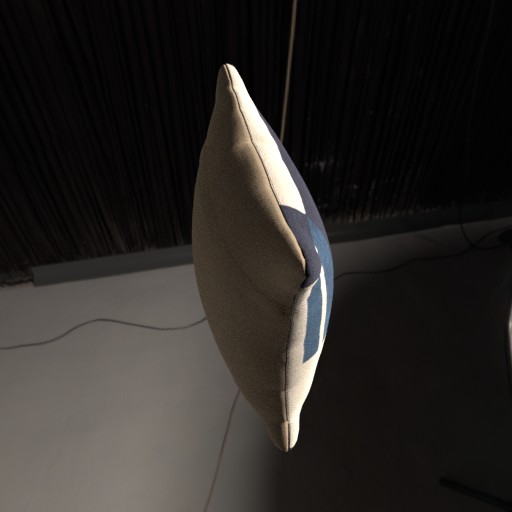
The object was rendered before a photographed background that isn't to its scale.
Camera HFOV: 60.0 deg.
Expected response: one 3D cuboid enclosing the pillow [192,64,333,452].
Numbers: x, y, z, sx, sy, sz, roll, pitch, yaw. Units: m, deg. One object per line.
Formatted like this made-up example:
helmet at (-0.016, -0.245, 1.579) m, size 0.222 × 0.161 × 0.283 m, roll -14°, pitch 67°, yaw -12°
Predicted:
pillow at (0.000, 0.000, 0.815) m, size 0.229 × 0.506 × 0.536 m, roll -9°, pitch 47°, yaw -9°
